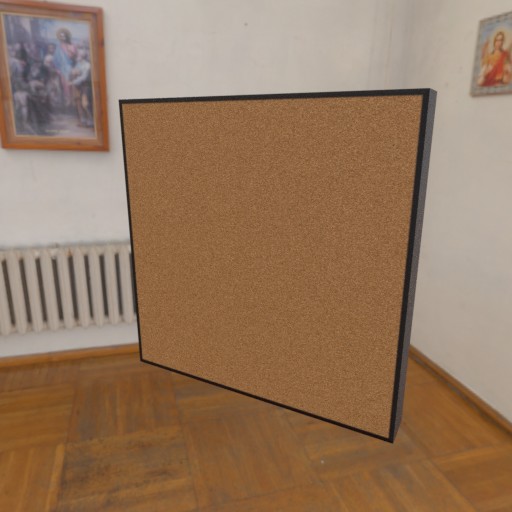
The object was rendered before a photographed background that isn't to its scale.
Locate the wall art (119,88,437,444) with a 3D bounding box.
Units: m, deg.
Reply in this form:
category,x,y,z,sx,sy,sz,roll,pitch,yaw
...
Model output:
category,x,y,z,sx,sy,sz,roll,pitch,yaw
wall art,0.000,0.000,0.445,0.304,0.303,0.037,9,19,28
